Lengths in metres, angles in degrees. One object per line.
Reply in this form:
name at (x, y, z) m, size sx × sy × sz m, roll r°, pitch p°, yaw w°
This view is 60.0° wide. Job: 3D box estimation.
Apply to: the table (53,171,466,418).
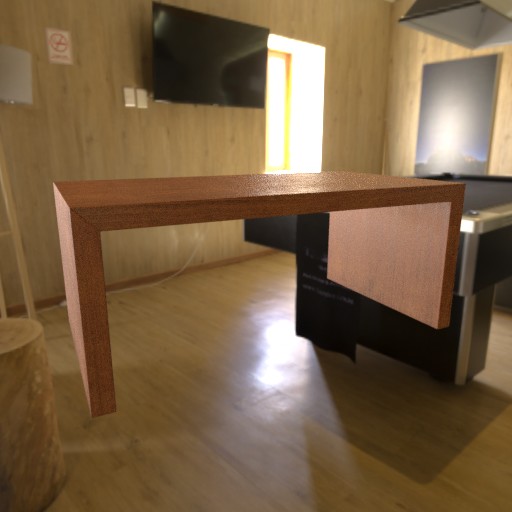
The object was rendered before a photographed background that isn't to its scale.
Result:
table at (0.000, 0.000, 1.276) m, size 1.000 × 0.419 × 0.549 m, roll -7°, pitch 16°, yaw -26°
